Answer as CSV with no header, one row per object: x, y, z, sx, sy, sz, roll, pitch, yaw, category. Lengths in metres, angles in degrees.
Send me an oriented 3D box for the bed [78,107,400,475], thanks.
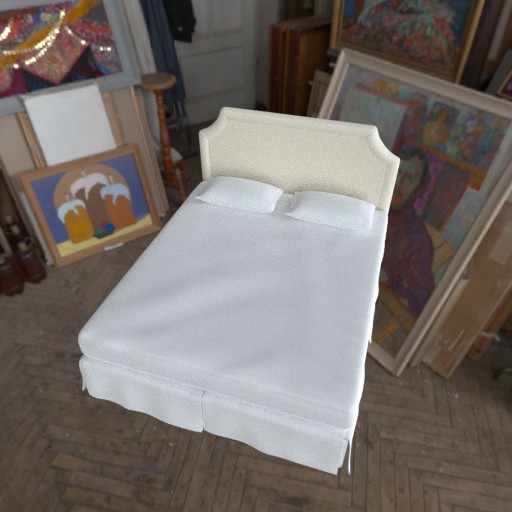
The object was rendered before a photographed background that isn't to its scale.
0.000,0.000,4.079,2.350,1.590,2.773,12,41,14,bed
